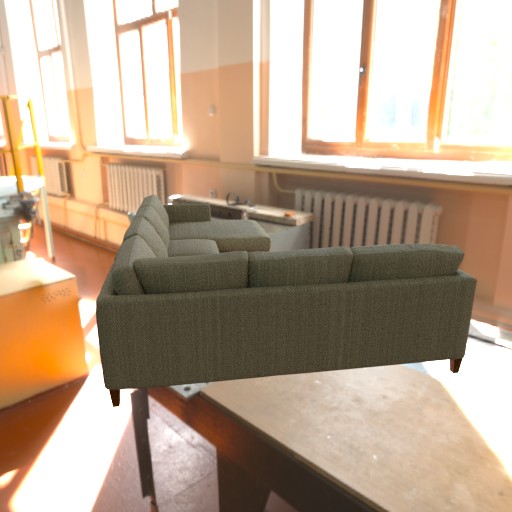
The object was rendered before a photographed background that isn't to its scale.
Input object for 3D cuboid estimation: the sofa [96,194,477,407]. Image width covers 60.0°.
[{"bbox_3d":[0.000,0.000,4.555,2.594,0.961,3.460,-3,16,-9],"label":"sofa"}]
